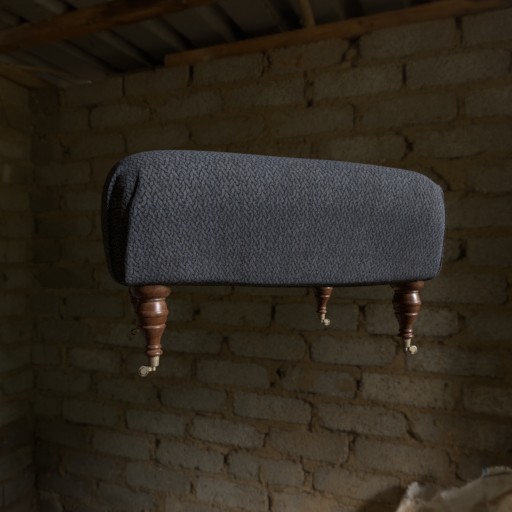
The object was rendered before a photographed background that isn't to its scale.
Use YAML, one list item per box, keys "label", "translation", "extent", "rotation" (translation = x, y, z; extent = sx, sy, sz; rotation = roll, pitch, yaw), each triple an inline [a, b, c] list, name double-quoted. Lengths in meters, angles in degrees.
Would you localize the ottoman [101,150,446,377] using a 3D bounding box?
- label: "ottoman"
  translation: [0.000, 0.000, 1.141]
  extent: [0.747, 0.450, 0.622]
  rotation: [0, 0, -18]
